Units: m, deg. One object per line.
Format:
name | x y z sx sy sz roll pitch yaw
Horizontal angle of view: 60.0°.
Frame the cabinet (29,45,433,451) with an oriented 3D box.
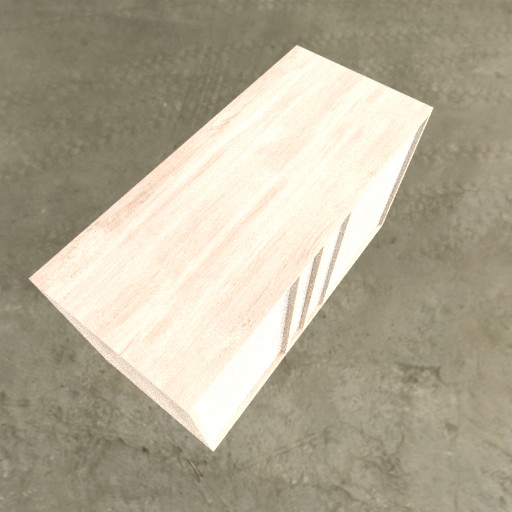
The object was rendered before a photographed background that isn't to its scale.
cabinet | 0.000 0.000 1.526 0.500 0.780 1.110 33 65 18
